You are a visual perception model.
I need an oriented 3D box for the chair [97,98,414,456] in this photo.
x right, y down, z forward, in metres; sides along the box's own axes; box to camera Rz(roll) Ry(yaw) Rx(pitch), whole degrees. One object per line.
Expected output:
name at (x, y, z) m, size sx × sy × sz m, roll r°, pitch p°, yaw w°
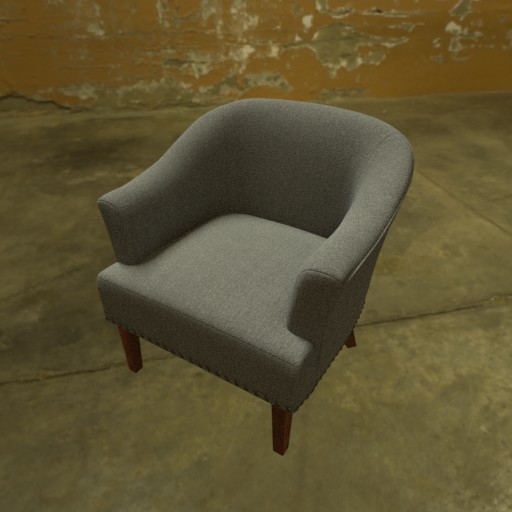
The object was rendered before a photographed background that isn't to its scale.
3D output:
chair at (0.000, 0.000, 1.405) m, size 0.798 × 0.815 × 0.704 m, roll 19°, pitch 36°, yaw 27°
